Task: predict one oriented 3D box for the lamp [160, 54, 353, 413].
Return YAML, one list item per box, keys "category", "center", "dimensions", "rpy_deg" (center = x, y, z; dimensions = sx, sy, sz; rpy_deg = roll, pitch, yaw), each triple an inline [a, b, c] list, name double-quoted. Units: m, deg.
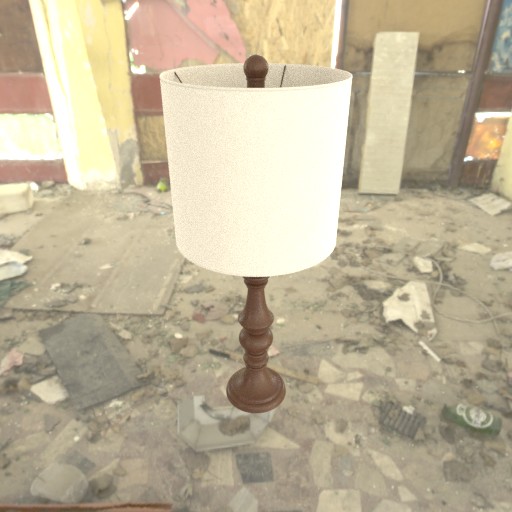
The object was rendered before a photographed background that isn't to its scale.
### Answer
- category: "lamp"
  center: [0.000, 0.000, 0.719]
  dimensions: [0.250, 0.597, 0.250]
  rpy_deg: [11, 31, 18]
